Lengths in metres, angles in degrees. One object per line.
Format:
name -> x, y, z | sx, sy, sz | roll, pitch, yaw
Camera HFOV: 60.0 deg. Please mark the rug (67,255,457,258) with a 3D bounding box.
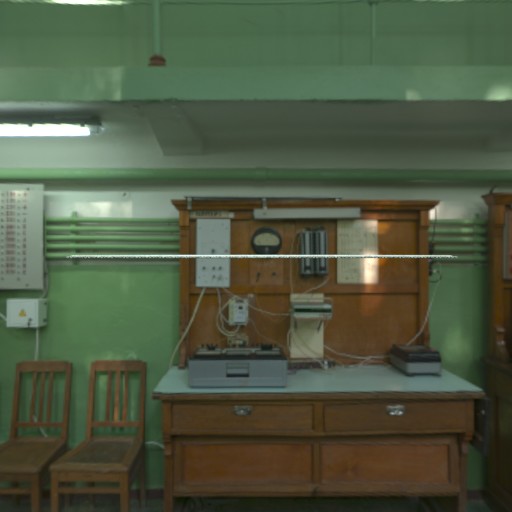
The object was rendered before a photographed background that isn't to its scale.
rug -> 0.000, 0.000, 2.823 | 1.514, 0.011, 2.233 | 0, 0, -2
